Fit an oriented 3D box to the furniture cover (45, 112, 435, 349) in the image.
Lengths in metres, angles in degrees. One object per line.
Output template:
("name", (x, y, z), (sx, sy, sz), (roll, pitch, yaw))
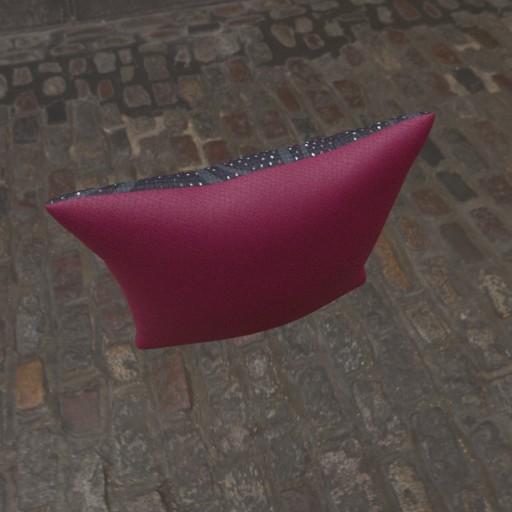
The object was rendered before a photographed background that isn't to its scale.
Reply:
("furniture cover", (0.000, 0.000, 0.806), (0.552, 0.509, 0.193), (-15, 59, -9))
